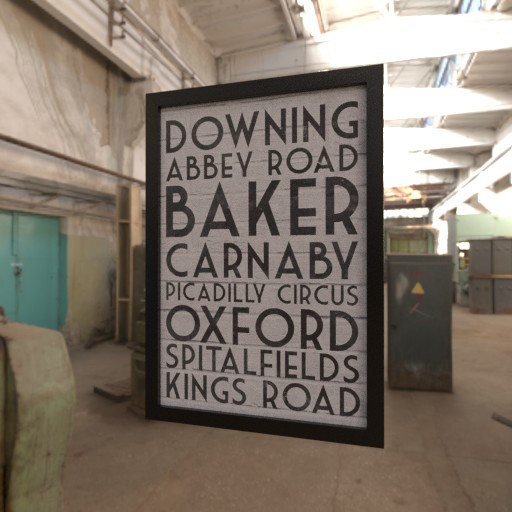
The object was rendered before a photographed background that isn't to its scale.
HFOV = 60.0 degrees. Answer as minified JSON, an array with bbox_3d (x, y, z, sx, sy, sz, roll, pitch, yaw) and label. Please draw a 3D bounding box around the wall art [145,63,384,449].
[{"bbox_3d":[0.000,0.000,0.833,0.462,0.656,0.019,0,0,18],"label":"wall art"}]
